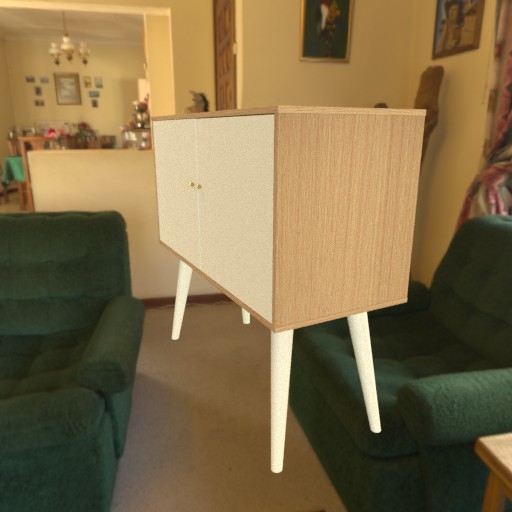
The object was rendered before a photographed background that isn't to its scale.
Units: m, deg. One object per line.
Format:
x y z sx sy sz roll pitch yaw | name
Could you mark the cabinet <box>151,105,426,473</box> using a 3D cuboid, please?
0.000 0.000 1.665 0.470 1.016 1.057 -8 18 -27 | cabinet
